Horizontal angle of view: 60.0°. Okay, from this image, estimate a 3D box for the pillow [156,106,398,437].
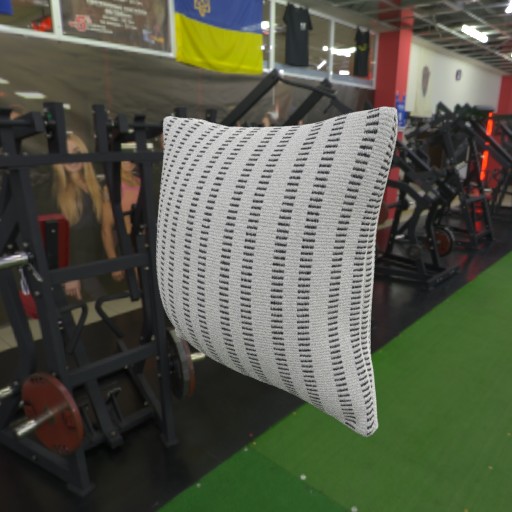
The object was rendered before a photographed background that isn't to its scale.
[{"bbox_3d":[0.000,0.000,0.678,0.438,0.419,0.247,15,21,42],"label":"pillow"}]
